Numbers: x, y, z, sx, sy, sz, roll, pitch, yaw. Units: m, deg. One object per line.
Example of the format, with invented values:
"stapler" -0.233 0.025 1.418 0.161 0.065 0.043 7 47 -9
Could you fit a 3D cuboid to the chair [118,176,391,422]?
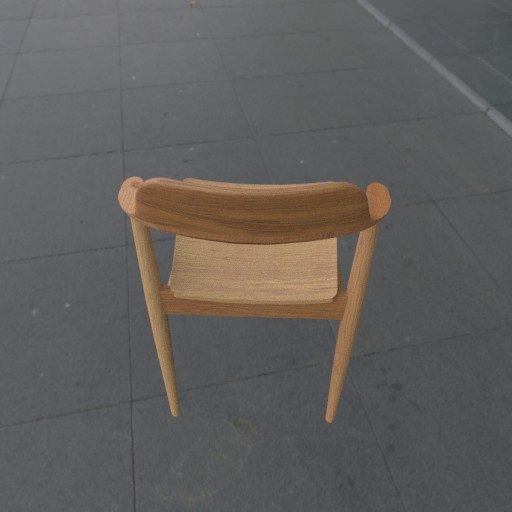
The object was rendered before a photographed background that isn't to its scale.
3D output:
"chair" 0.000 0.000 1.104 0.512 0.792 0.499 2 47 2
